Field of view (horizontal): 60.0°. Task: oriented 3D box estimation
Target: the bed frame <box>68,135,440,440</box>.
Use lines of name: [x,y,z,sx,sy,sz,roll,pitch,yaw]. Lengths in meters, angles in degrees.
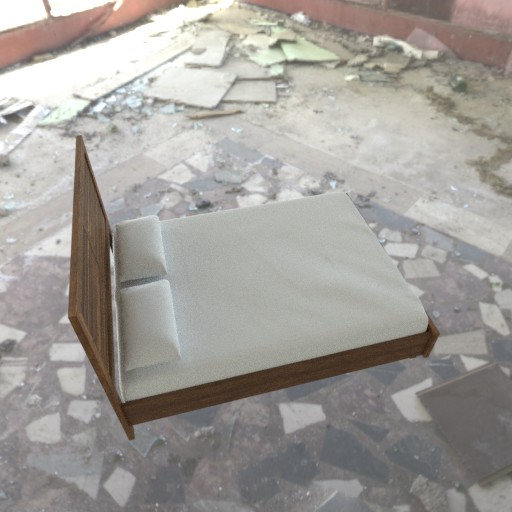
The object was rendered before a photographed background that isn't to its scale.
bed frame: [0.000,0.000,3.361,2.276,1.417,1.696,-11,46,-10]
